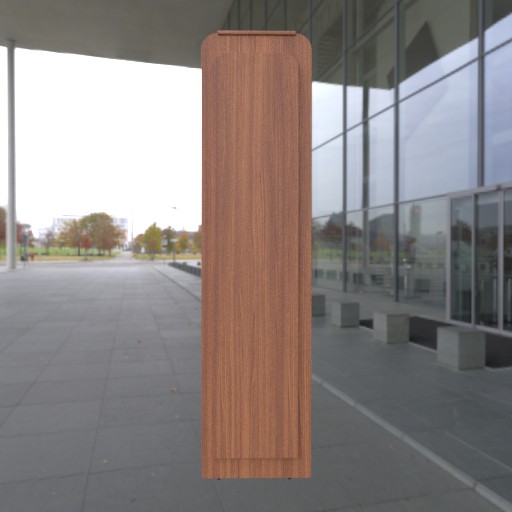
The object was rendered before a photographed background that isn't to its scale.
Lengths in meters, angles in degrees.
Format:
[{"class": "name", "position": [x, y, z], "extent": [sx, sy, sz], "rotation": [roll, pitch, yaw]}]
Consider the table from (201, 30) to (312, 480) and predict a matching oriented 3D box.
[{"class": "table", "position": [0.000, 0.000, 2.004], "extent": [0.450, 1.830, 0.420], "rotation": [0, 1, -1]}]
